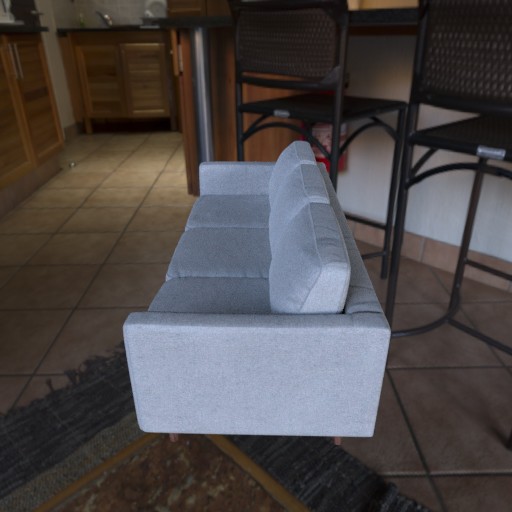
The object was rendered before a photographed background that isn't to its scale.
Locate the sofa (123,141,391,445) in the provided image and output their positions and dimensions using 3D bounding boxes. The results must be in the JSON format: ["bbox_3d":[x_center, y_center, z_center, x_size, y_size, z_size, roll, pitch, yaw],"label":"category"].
[{"bbox_3d":[0.000,0.000,2.458,0.944,0.918,1.983,1,28,1],"label":"sofa"}]
